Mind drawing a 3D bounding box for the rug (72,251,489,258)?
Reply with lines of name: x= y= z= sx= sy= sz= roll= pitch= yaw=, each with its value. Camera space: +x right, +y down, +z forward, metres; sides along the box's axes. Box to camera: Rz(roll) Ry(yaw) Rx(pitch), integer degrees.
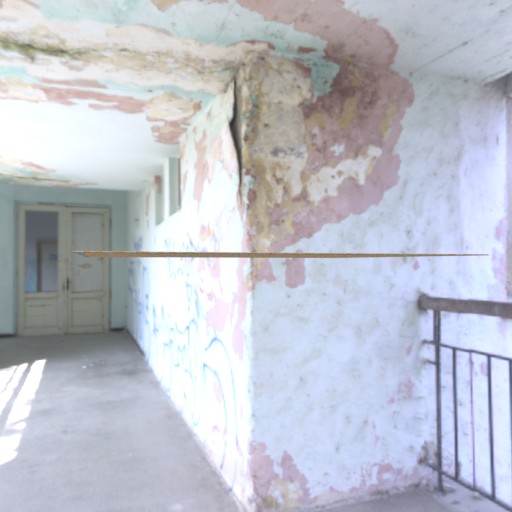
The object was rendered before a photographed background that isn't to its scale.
rug: x=0.000 y=0.000 z=4.119 sx=3.037 sy=0.011 sz=2.433 roll=0 pitch=-1 yaw=-20
